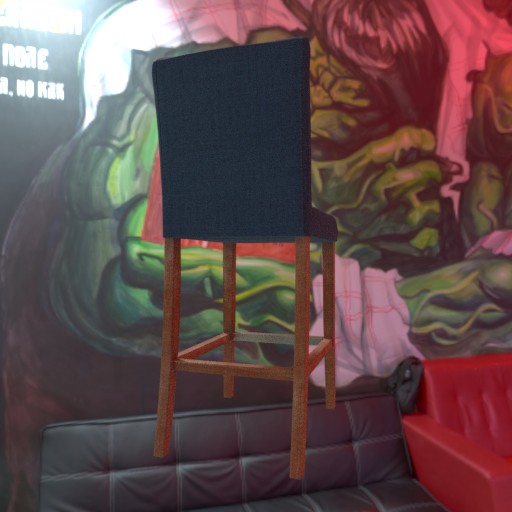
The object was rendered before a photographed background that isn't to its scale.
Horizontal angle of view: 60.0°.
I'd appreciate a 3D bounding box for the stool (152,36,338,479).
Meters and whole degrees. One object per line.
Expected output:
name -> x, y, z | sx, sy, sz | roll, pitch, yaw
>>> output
stool -> 0.000, 0.000, 1.401 | 0.454, 1.088, 0.574 | 0, 1, 18
